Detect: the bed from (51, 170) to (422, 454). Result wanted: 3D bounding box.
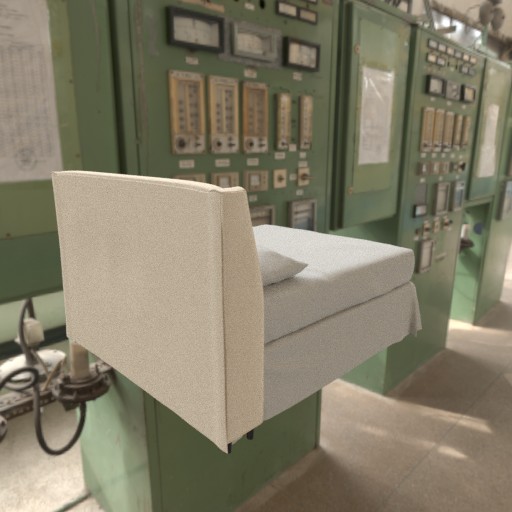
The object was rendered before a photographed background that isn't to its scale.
[{"bbox_3d":[0.000,0.000,3.418,2.276,1.332,1.925,-13,19,-43],"label":"bed"}]
